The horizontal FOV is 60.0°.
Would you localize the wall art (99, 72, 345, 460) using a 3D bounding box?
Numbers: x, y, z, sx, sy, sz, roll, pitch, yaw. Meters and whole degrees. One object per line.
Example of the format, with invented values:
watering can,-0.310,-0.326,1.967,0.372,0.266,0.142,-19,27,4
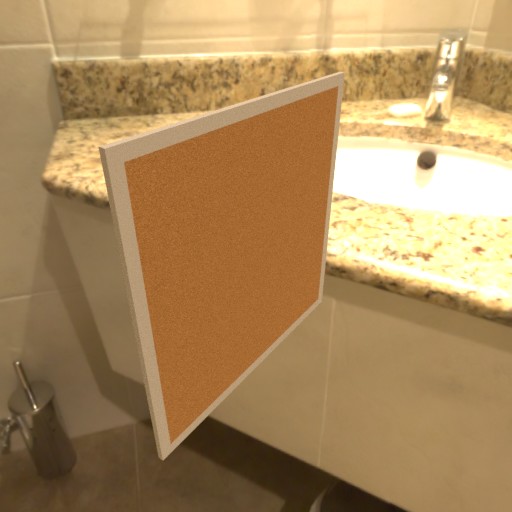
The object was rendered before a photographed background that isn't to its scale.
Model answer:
wall art,0.000,0.000,0.667,0.009,0.457,0.456,22,38,30
